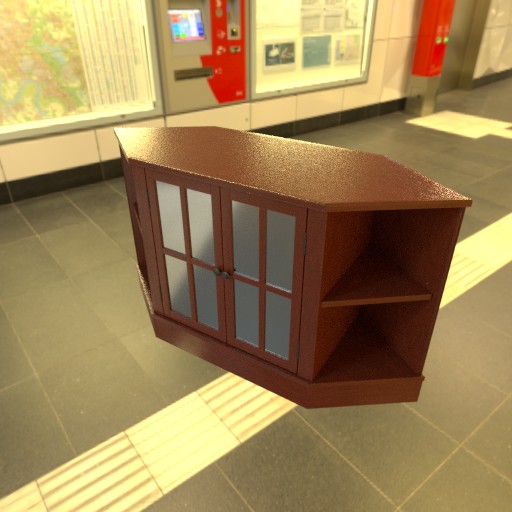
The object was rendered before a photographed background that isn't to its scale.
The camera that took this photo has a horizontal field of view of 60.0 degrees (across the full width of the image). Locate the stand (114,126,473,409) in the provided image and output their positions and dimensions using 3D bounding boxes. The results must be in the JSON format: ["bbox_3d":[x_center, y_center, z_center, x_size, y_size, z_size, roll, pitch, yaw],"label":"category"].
[{"bbox_3d":[0.000,0.000,1.328,1.072,0.614,0.381,18,35,27],"label":"stand"}]
